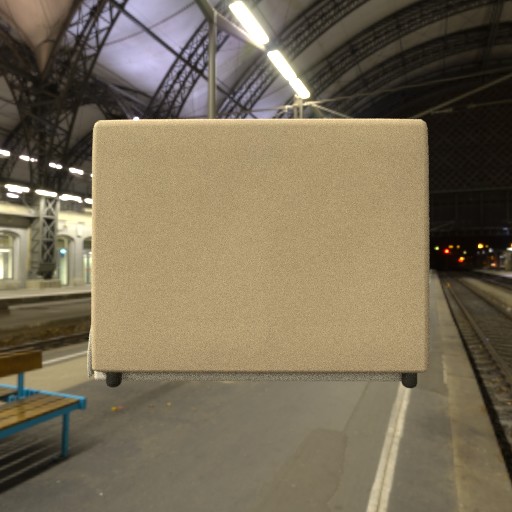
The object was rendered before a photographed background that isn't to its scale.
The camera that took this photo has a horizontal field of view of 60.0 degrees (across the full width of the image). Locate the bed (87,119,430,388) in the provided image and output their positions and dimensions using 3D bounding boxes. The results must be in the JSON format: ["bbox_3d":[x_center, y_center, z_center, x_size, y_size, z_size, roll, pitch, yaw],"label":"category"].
[{"bbox_3d":[0.000,0.000,3.206,1.723,1.330,2.142,0,-1,1],"label":"bed"}]
